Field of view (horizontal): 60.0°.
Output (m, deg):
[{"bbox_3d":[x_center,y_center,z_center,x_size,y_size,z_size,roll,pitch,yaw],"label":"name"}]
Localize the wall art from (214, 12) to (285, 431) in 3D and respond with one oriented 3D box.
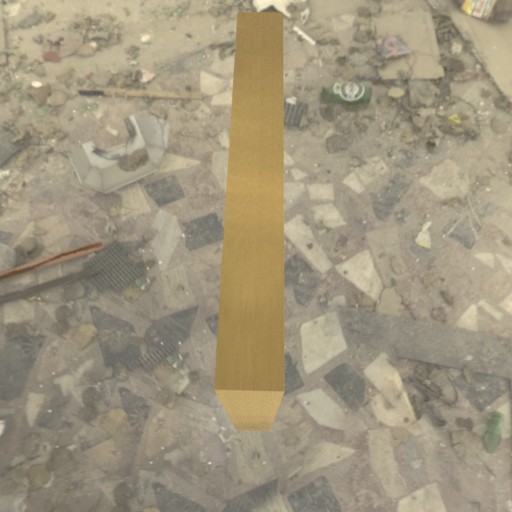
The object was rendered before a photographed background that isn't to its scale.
[{"bbox_3d":[0.000,0.000,0.441,0.038,0.305,0.304,1,65,1],"label":"wall art"}]
